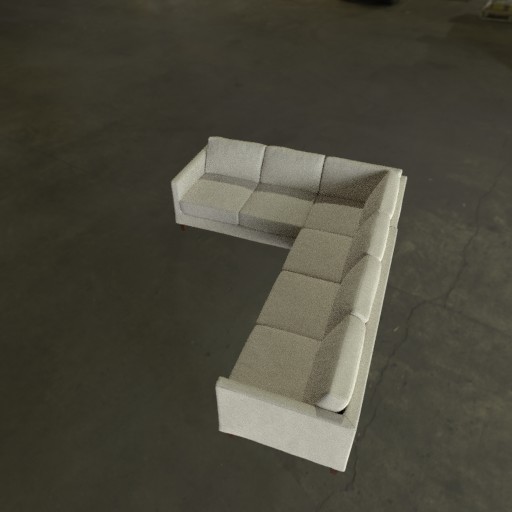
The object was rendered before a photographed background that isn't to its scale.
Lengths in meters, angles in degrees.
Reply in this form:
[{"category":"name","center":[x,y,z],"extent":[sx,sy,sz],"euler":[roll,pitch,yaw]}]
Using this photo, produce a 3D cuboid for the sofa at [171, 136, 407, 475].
[{"category":"sofa","center":[0.000,0.000,4.235],"extent":[2.432,0.863,3.182],"euler":[13,42,15]}]
